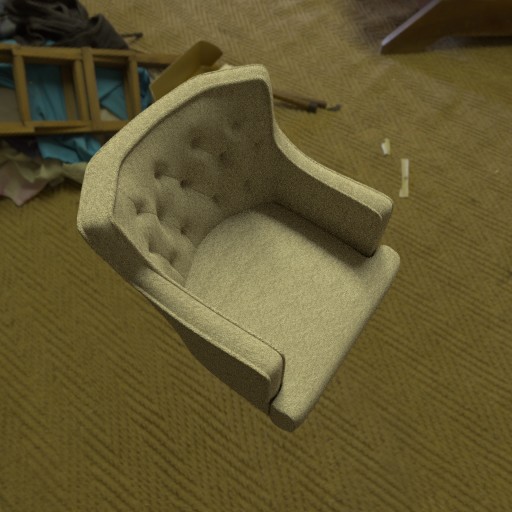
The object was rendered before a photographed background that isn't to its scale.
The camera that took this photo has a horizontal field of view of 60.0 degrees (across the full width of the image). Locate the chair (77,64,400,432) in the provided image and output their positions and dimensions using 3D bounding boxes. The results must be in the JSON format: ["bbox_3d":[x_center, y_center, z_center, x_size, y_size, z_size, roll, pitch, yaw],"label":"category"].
[{"bbox_3d":[0.000,0.000,1.657,0.910,0.920,0.820,32,64,18],"label":"chair"}]
